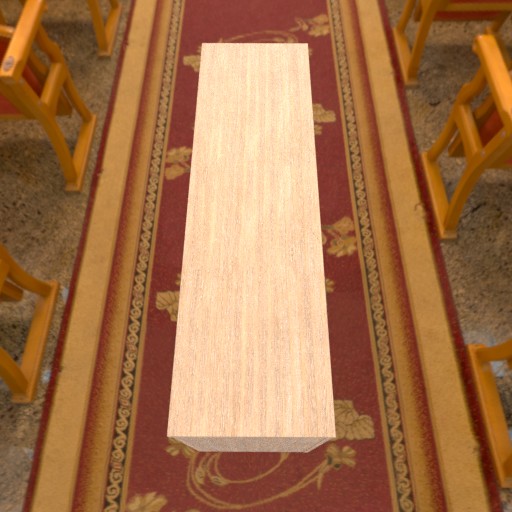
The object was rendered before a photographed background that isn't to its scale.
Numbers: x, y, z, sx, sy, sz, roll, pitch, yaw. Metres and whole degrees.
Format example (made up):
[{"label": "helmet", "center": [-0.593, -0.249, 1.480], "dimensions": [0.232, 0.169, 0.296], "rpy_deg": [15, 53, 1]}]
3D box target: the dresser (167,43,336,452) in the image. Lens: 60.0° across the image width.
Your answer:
[{"label": "dresser", "center": [0.000, 0.000, 1.909], "dimensions": [0.457, 0.914, 1.524], "rpy_deg": [0, 63, 0]}]
